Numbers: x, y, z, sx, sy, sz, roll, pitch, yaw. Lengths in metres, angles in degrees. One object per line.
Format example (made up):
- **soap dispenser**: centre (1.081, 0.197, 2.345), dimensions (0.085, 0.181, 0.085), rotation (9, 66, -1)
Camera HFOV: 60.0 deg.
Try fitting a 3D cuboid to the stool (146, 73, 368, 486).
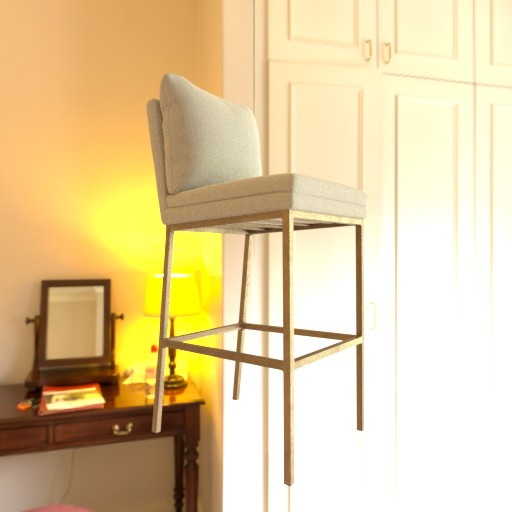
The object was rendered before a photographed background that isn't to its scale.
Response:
- **stool**: centre (0.000, 0.000, 1.417), dimensions (0.572, 1.125, 0.463), rotation (0, 0, 37)
